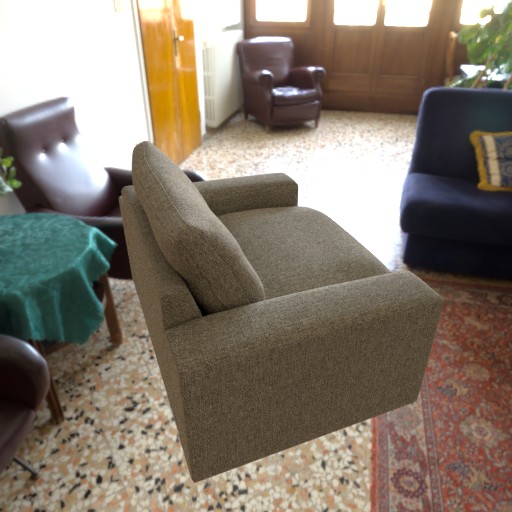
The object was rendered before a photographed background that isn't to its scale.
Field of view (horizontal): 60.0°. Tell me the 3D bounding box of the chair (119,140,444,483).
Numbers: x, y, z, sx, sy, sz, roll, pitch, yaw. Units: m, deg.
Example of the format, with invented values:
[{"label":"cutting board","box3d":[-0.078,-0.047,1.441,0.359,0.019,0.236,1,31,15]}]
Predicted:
[{"label":"chair","box3d":[0.000,0.000,2.048,1.039,0.915,1.398,-12,33,-19]}]
